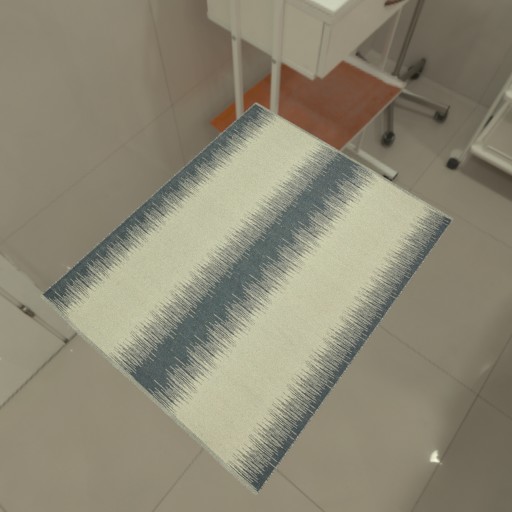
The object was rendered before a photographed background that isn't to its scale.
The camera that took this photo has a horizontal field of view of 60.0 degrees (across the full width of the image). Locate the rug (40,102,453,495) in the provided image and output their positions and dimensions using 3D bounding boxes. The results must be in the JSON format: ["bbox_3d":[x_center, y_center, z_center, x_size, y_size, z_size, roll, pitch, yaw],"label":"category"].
[{"bbox_3d":[0.000,0.000,4.074,2.453,0.004,3.037,36,68,17],"label":"rug"}]
